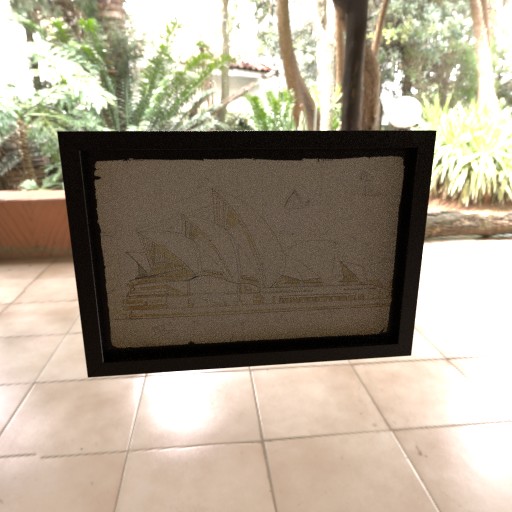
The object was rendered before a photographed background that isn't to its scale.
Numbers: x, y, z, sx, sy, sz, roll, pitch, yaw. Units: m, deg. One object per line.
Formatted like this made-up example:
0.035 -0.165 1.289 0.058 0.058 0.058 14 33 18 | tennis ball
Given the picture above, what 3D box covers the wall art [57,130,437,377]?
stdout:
0.000 0.000 0.841 0.657 0.458 0.027 -2 17 -7 | wall art
